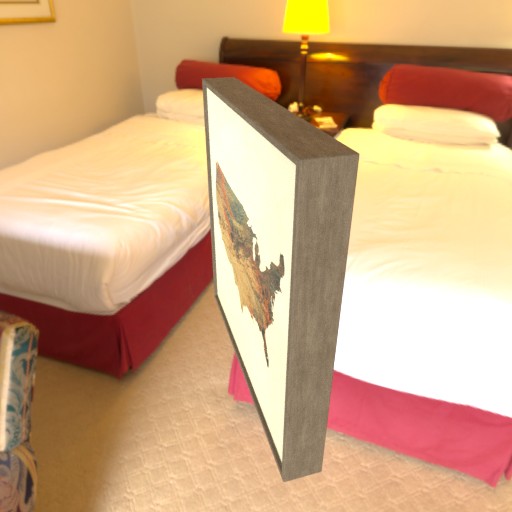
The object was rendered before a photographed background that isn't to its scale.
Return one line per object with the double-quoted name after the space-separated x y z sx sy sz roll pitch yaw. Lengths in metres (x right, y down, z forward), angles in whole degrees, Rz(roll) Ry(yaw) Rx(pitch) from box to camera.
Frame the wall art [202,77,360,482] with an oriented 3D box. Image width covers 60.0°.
0.000 0.000 0.457 0.038 0.302 0.303 -8 31 -14 "wall art"
